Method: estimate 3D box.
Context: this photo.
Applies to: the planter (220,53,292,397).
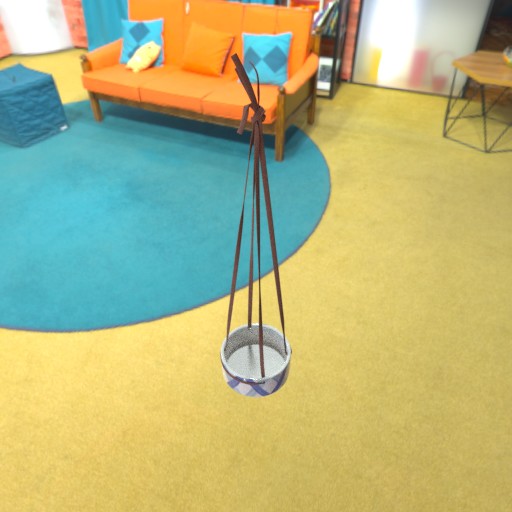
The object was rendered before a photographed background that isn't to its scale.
[{"bbox_3d":[0.000,0.000,0.834,0.166,0.751,0.166,-13,42,-14],"label":"planter"}]
